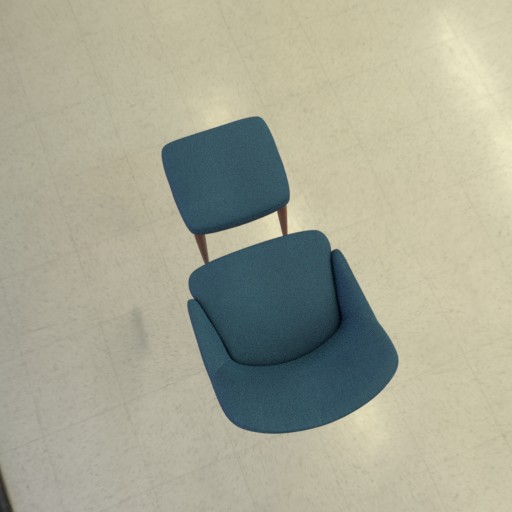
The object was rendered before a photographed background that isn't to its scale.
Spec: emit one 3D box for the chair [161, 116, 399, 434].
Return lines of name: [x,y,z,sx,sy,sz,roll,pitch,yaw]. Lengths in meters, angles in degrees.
chair: [0.000,0.000,1.635,0.584,0.866,1.114,-19,78,-4]
